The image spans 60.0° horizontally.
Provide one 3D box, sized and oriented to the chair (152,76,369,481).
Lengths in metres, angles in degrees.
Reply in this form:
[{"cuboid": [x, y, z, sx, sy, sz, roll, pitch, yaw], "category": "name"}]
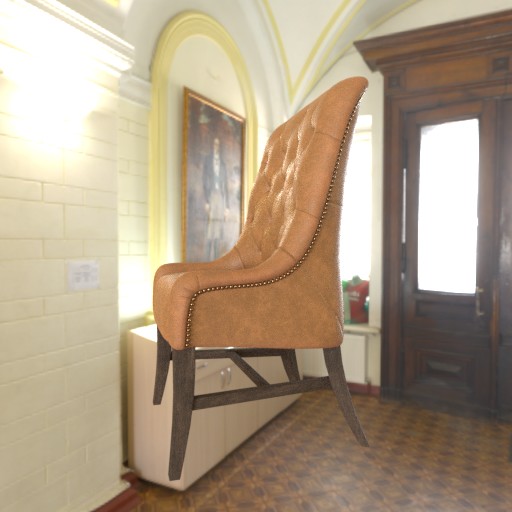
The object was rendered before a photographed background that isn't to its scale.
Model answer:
[{"cuboid": [0.000, 0.000, 1.441, 0.629, 1.091, 0.634, 0, 1, -17], "category": "chair"}]
